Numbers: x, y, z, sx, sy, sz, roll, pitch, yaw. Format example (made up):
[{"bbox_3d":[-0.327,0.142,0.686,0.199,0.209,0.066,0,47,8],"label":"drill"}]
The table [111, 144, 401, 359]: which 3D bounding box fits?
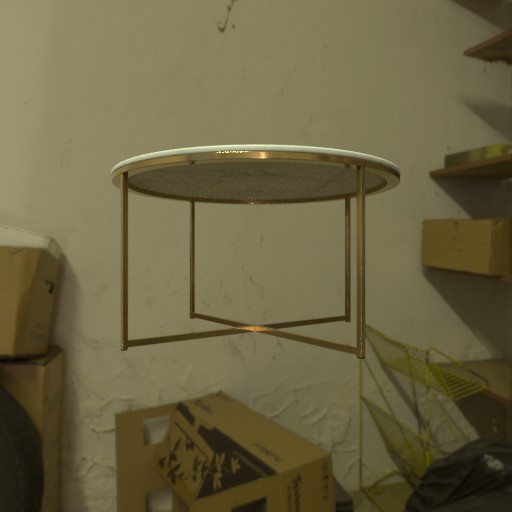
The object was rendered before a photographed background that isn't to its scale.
[{"bbox_3d":[0.000,0.000,1.288,0.800,0.450,0.800,0,0,0],"label":"table"}]
